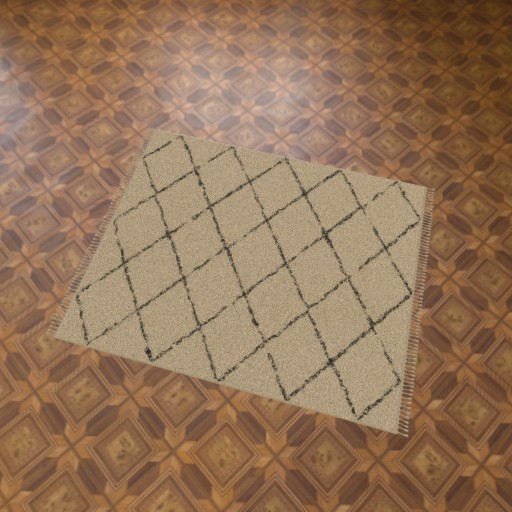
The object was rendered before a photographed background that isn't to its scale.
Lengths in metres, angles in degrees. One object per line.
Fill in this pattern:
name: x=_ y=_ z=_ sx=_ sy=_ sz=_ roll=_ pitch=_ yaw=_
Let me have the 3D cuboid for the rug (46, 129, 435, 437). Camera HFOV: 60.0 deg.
rug: x=0.000 y=0.000 z=4.074 sx=3.051 sy=0.013 sz=2.380 roll=14 pitch=64 yaw=7
